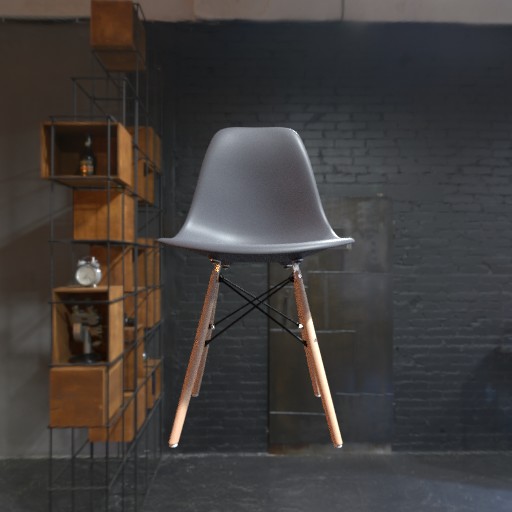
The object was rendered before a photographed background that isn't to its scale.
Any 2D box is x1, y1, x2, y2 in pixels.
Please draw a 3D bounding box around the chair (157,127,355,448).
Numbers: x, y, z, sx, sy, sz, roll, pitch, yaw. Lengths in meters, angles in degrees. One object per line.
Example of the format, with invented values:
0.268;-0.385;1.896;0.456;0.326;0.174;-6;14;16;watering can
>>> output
0.000;0.000;1.152;0.470;0.826;0.533;0;-1;0;chair
